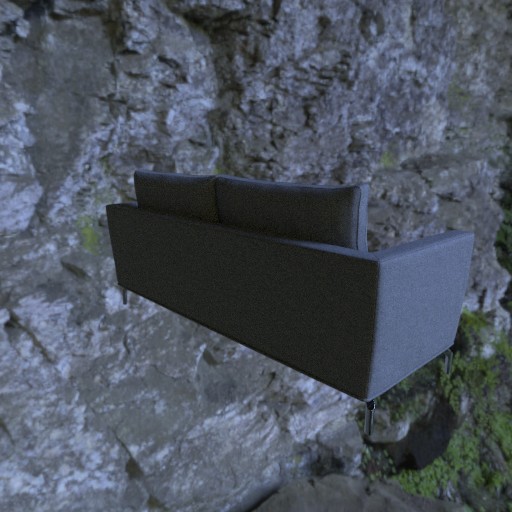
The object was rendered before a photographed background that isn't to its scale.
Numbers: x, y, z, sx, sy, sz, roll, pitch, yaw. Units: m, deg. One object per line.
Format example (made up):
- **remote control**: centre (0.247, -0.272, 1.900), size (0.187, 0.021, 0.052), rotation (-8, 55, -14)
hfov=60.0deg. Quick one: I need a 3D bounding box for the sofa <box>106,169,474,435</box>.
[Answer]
- **sofa**: centre (0.000, 0.000, 2.687), size (0.869, 1.002, 2.212), rotation (-13, 19, -42)
